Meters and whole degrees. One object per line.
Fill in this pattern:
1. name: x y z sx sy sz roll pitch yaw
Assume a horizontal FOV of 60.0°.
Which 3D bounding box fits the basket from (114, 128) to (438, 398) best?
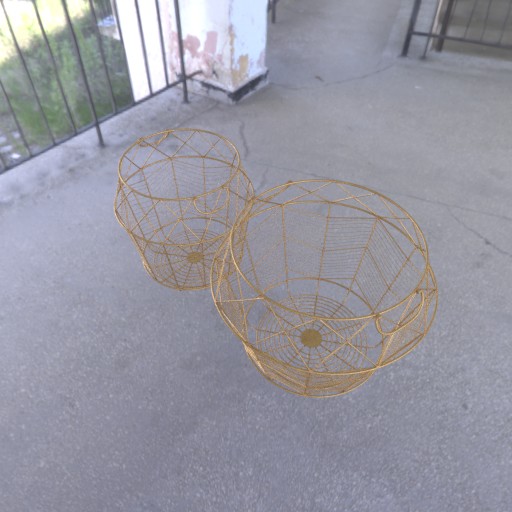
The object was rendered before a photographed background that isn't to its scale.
1. basket: 0.000 0.000 1.029 0.805 0.343 0.451 32 55 26
